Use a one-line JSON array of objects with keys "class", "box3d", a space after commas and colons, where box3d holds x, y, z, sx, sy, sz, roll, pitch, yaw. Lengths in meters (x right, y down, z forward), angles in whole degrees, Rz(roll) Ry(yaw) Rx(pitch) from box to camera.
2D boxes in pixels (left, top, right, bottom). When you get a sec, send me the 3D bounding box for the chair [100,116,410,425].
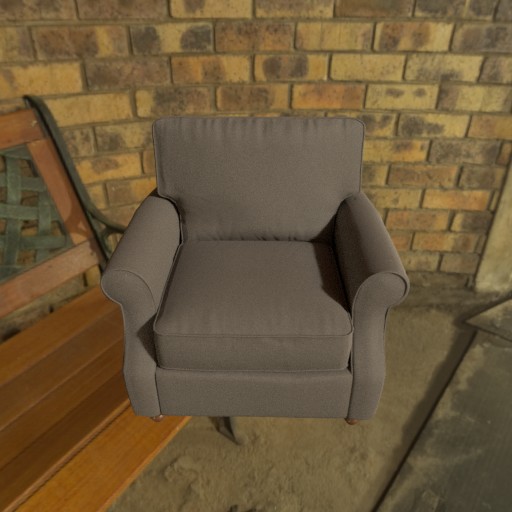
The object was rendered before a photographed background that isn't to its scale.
[{"class": "chair", "box3d": [0.000, 0.000, 1.770, 1.029, 0.967, 0.966, 1, 30, 1]}]
